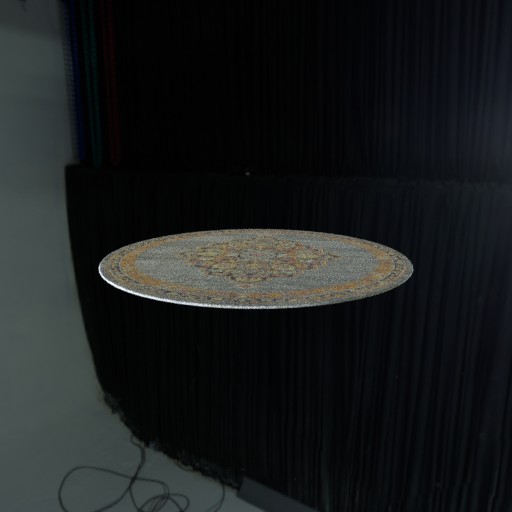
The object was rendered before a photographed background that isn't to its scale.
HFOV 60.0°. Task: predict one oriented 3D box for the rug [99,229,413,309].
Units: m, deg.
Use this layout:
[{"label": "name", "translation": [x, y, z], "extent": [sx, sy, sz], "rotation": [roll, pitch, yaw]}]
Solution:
[{"label": "rug", "translation": [0.000, 0.000, 2.384], "extent": [1.598, 0.010, 1.598], "rotation": [0, 14, 0]}]
